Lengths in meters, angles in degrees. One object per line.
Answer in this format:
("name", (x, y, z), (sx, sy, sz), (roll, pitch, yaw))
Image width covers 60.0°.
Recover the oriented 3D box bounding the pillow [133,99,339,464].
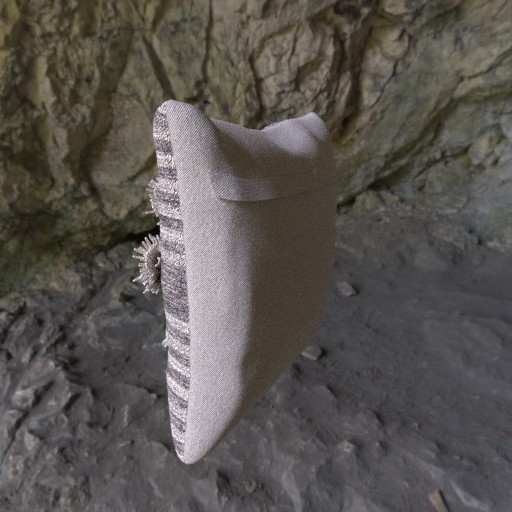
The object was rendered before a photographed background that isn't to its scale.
("pillow", (0.000, 0.000, 0.768), (0.234, 0.490, 0.484), (8, 17, 26))
